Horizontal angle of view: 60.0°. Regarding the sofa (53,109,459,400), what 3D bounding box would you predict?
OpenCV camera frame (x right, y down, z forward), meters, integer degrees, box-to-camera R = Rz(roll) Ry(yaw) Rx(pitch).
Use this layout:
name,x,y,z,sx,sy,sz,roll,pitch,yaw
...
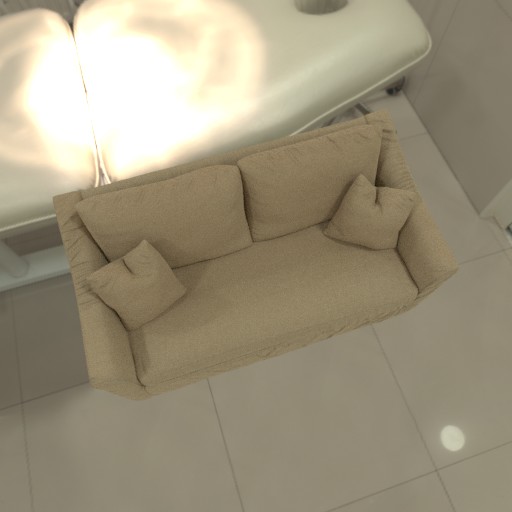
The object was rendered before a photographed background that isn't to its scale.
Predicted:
name,x,y,z,sx,sy,sz,roll,pitch,yaw
sofa,0.000,0.000,2.639,2.010,1.018,1.072,-17,66,-7
